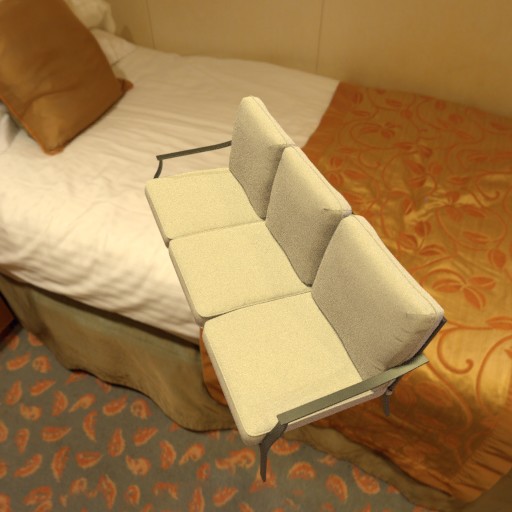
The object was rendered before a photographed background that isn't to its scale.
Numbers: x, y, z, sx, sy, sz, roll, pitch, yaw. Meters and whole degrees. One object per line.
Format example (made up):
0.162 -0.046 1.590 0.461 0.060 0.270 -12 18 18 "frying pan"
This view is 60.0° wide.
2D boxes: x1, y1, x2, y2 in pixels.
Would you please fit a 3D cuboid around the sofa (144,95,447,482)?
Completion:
0.000 0.000 2.225 0.787 0.860 1.740 -17 49 -15 "sofa"
